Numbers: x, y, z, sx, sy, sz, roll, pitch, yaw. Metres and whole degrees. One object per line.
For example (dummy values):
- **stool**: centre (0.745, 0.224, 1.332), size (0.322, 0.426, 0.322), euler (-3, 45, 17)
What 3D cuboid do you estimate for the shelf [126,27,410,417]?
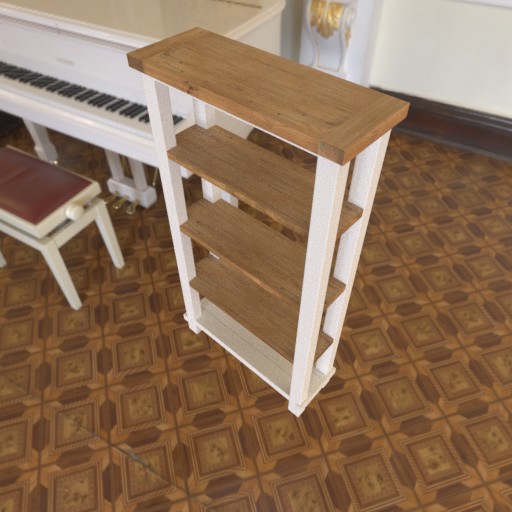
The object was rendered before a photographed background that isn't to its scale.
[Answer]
- **shelf**: centre (0.000, 0.000, 2.273), size (1.022, 1.878, 0.381), euler (33, 55, 27)
